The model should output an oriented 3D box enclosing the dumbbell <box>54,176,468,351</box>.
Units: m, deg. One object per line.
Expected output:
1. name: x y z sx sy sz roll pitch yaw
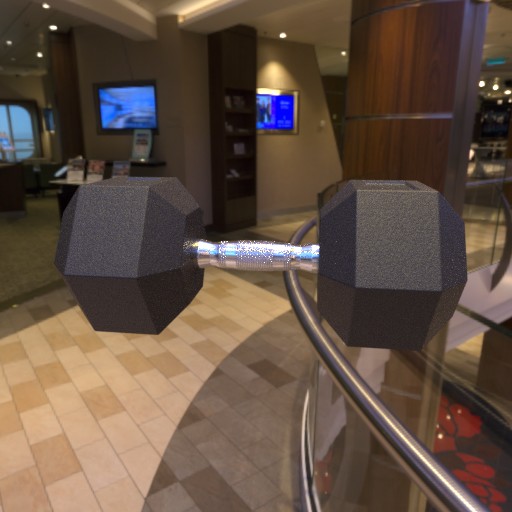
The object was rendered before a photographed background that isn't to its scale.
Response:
1. dumbbell: 0.000 0.000 0.458 0.384 0.150 0.173 2 16 7
